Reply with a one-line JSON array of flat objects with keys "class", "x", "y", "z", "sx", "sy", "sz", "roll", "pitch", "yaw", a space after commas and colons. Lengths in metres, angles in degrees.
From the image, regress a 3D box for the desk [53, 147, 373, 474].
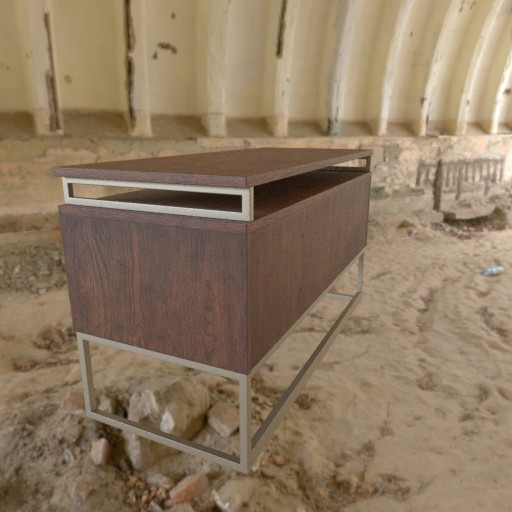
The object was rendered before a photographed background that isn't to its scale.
[{"class": "desk", "x": 0.000, "y": 0.000, "z": 1.790, "sx": 0.610, "sy": 0.792, "sz": 1.384, "roll": 7, "pitch": 18, "yaw": 24}]
